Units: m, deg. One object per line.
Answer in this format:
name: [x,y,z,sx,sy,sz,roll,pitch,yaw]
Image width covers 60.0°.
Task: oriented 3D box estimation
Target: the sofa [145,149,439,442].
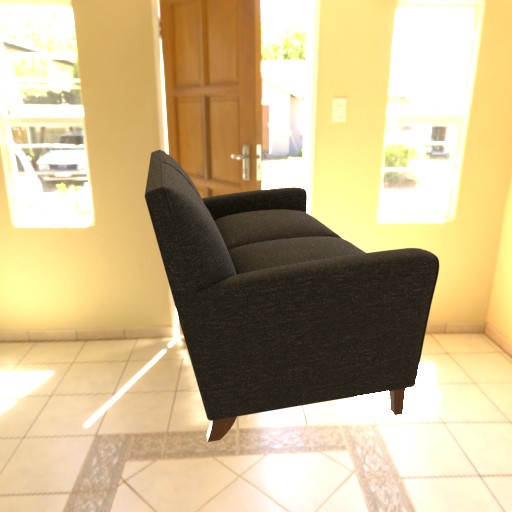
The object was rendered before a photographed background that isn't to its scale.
sofa: [0.000,0.000,1.979,0.875,0.846,1.420,-4,18,-11]
